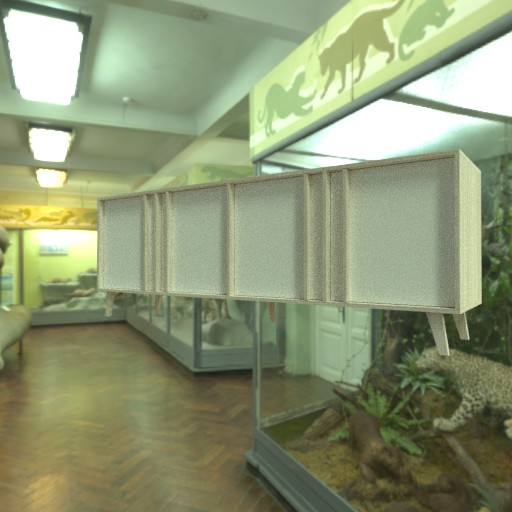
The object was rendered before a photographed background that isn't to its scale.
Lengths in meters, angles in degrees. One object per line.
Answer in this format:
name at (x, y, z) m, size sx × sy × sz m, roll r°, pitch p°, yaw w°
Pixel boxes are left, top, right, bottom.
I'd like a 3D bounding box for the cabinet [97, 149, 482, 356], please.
cabinet at (0.000, 0.000, 2.481) m, size 2.200 × 0.780 × 0.500 m, roll 0°, pitch -1°, yaw 35°
